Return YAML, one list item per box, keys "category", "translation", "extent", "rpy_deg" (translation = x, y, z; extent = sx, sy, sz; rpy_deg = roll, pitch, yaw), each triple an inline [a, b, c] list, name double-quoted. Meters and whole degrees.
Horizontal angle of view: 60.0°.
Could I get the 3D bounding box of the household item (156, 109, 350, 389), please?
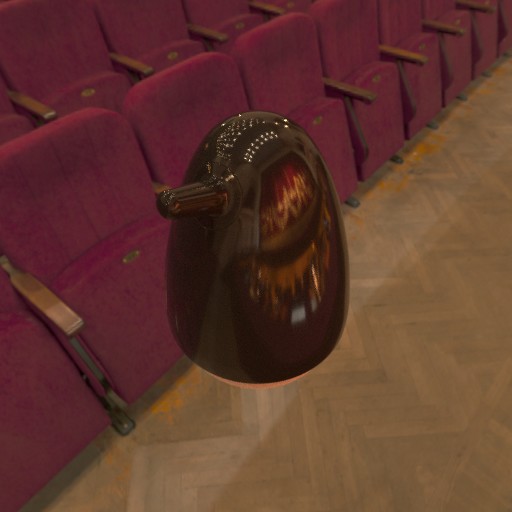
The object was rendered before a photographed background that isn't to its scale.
- category: "household item"
  translation: [0.000, 0.000, 0.226]
  extent: [0.102, 0.152, 0.104]
  rpy_deg: [30, 52, 26]
